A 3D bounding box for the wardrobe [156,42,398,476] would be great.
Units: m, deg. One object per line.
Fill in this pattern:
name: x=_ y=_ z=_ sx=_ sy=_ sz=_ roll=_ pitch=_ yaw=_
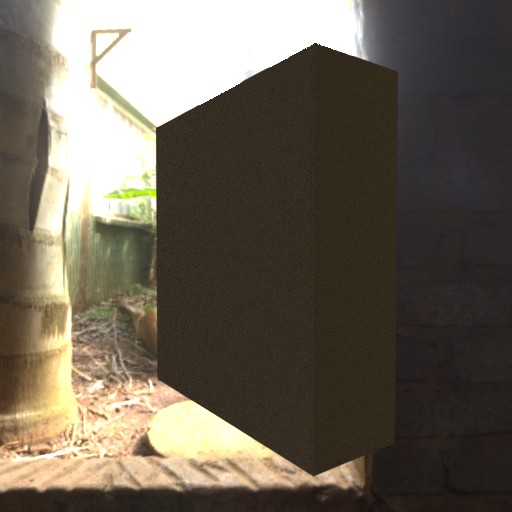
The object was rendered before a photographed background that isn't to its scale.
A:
wardrobe: x=0.000 y=0.000 z=2.897 sx=0.629 sy=1.960 sz=1.780 roll=-1 pitch=2 yaw=-35
